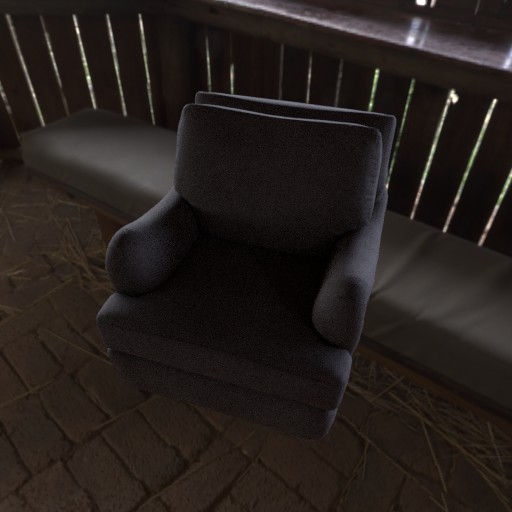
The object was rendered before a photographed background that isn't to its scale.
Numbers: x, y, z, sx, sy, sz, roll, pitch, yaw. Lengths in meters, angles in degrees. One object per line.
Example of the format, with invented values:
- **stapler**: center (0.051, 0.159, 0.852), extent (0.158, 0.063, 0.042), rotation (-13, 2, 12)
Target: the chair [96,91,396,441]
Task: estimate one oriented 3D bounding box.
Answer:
- **chair**: center (0.000, 0.000, 1.834), extent (0.955, 0.997, 1.070), rotation (12, 43, 13)
